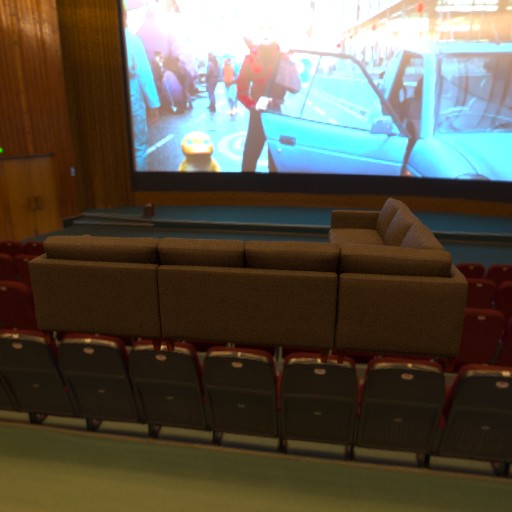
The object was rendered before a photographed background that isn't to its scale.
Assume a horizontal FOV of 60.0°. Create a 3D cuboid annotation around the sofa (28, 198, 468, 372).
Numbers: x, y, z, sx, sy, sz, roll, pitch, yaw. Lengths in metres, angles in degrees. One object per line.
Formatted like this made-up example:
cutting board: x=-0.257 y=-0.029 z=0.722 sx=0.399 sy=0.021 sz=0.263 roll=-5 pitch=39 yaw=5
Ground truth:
sofa: x=0.000 y=0.000 z=4.655 sx=3.460 sy=0.961 sz=2.594 roll=2 pitch=17 yaw=8
